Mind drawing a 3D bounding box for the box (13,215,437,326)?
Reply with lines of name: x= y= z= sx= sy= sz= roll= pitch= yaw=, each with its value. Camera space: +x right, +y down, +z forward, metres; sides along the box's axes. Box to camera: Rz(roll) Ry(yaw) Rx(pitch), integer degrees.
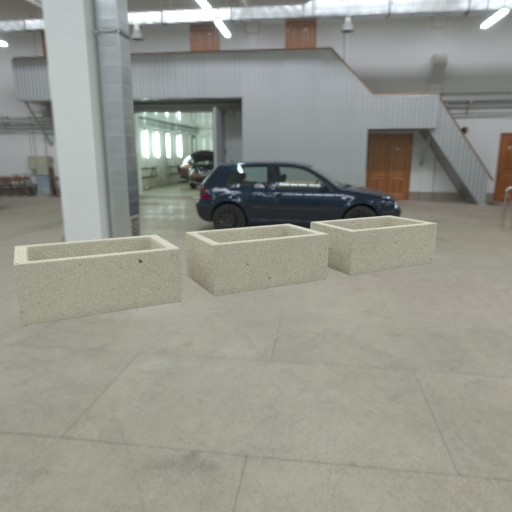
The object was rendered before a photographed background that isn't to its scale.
box: x=0.000 y=0.000 z=0.484 sx=0.461 sy=0.051 sz=0.082 roll=-7 pitch=14 yaw=-26
